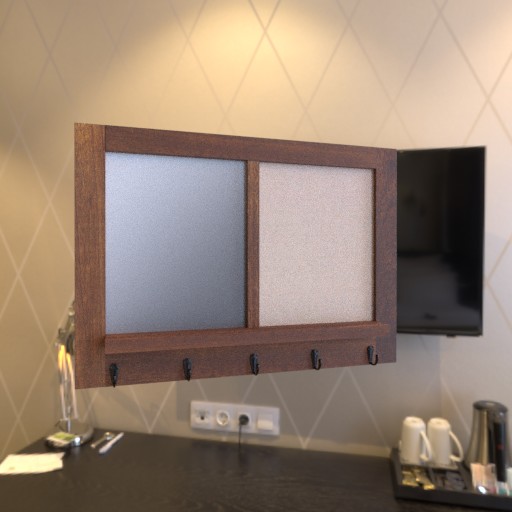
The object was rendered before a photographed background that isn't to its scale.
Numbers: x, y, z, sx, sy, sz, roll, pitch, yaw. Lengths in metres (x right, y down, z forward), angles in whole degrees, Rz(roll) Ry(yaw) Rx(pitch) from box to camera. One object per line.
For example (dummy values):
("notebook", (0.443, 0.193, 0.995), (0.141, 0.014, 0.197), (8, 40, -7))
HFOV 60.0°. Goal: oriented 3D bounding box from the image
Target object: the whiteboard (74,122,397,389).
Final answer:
("whiteboard", (0.000, 0.000, 1.025), (0.783, 0.559, 0.083), (0, 0, -17))
